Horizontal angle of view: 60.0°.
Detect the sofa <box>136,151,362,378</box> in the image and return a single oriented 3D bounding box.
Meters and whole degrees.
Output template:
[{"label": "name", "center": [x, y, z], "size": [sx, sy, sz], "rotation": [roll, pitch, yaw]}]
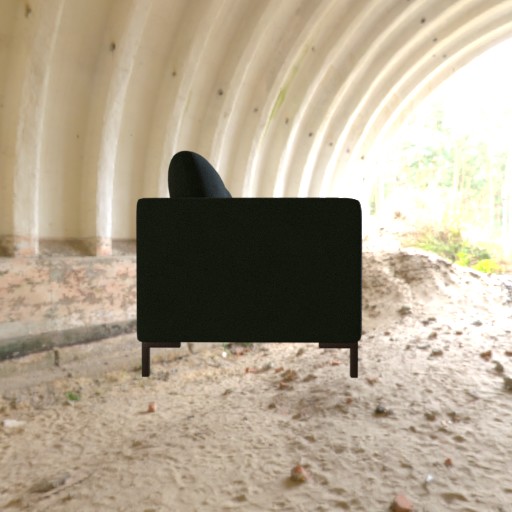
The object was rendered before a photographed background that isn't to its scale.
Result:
[{"label": "sofa", "center": [0.000, 0.000, 2.729], "size": [0.859, 0.870, 2.218], "rotation": [0, 1, 1]}]
